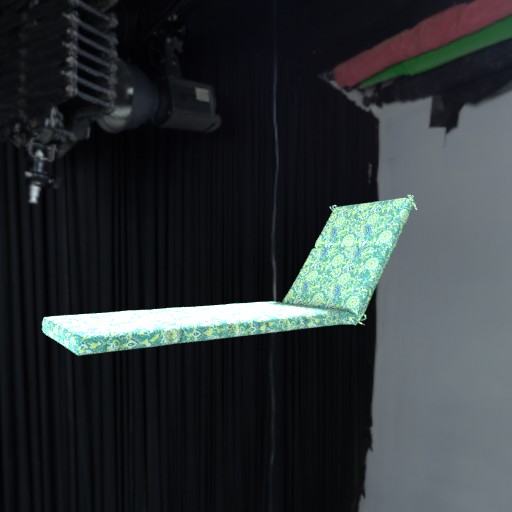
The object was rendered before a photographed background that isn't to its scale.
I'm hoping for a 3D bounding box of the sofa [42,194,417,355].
[{"bbox_3d":[0.000,0.000,1.981,1.663,0.622,0.582,1,-1,-36],"label":"sofa"}]
